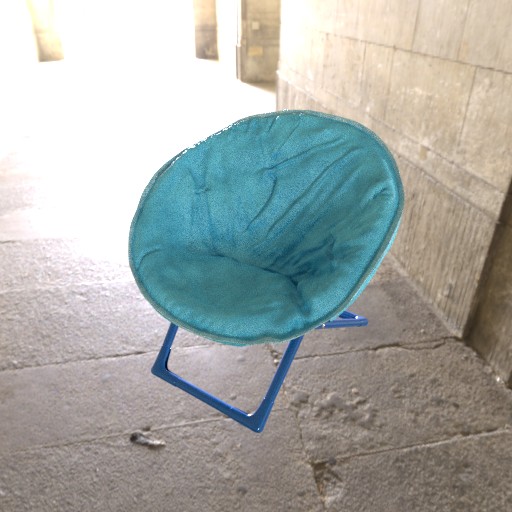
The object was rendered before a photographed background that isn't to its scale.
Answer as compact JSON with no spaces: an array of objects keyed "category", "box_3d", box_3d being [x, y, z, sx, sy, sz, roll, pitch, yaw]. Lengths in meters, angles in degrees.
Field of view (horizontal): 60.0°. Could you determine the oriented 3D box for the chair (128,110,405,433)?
[{"category":"chair","box_3d":[0.000,0.000,0.879,0.520,0.478,0.465,19,35,29]}]
